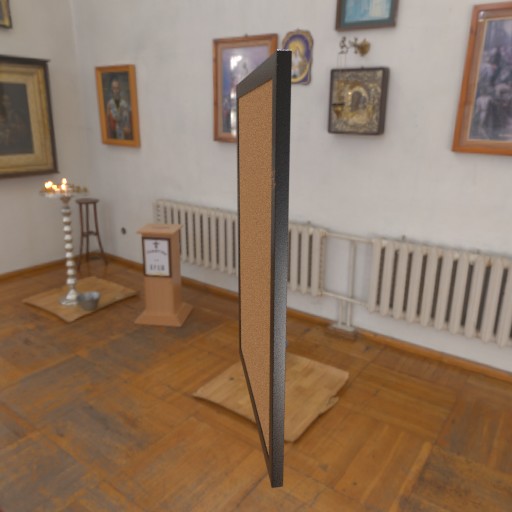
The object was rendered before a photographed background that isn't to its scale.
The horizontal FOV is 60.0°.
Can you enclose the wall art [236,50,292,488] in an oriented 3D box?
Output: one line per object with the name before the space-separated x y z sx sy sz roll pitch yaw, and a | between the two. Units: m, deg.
wall art | 0.000 0.000 0.562 0.013 0.432 0.304 -2 16 -8
